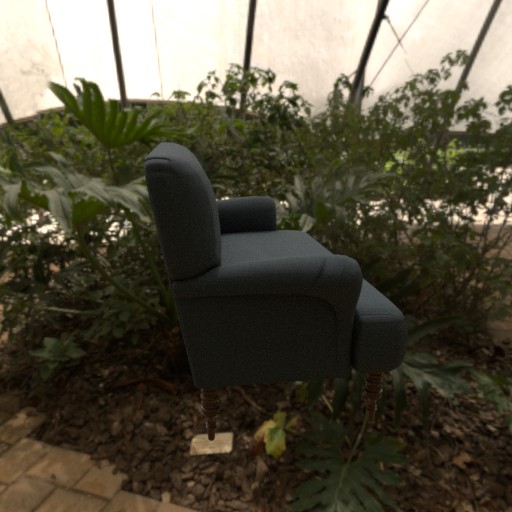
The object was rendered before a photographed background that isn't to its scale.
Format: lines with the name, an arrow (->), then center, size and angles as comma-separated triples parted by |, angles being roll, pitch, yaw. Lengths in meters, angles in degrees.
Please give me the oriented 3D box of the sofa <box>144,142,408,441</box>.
sofa -> 0.000, 0.000, 1.842 | 0.779, 0.889, 1.297 | -3, 16, -9
